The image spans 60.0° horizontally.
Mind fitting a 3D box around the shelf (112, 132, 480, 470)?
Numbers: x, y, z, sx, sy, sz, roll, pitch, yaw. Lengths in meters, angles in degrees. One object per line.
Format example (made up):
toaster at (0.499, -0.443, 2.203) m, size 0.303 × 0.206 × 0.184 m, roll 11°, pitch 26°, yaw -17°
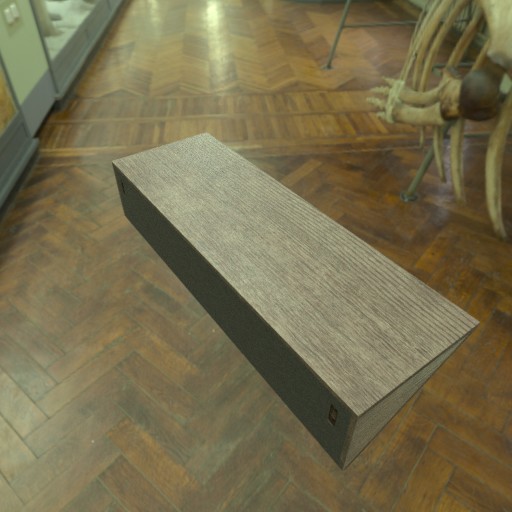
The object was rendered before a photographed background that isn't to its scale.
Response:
shelf at (0.000, 0.000, 0.695) m, size 0.200 × 0.125 × 0.610 m, roll -25°, pitch 47°, yaw -26°
